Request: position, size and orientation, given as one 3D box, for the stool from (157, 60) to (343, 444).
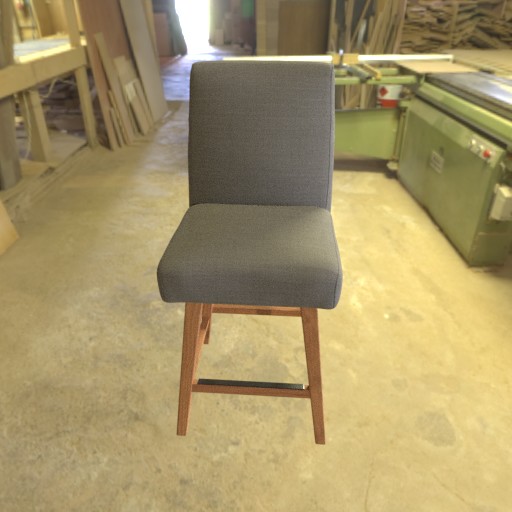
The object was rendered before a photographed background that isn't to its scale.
[{"bbox_3d":[0.000,0.000,1.318,0.459,1.019,0.570,2,30,4],"label":"stool"}]
